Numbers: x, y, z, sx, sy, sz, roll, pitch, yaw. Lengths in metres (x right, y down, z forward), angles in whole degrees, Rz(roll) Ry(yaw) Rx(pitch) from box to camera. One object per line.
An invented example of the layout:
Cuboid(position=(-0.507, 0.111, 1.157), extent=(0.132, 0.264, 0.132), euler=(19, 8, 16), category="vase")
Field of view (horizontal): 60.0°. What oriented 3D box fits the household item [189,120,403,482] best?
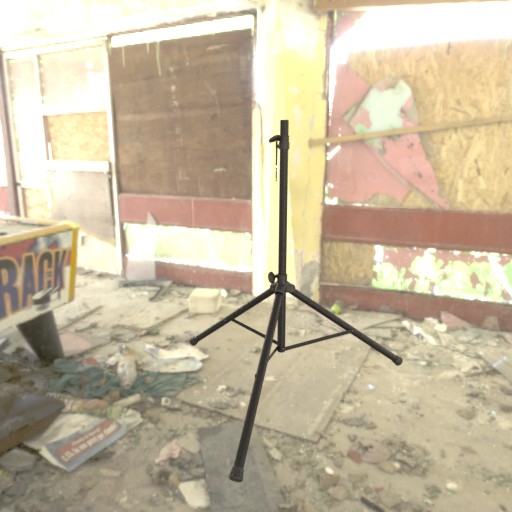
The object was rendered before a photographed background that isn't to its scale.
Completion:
Cuboid(position=(0.000, 0.000, 2.749), extent=(1.339, 1.595, 1.596), euler=(13, 18, 43), category="household item")
